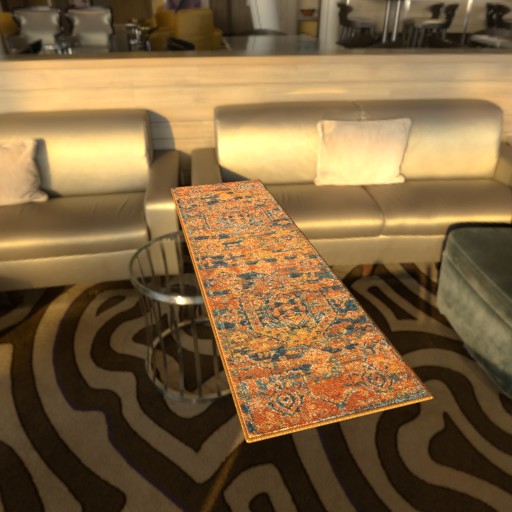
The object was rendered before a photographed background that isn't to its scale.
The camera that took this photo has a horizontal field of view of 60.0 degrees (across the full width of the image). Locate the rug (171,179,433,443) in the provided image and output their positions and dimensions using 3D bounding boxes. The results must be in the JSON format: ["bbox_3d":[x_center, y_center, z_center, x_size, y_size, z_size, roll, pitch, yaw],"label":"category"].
[{"bbox_3d":[0.000,0.000,1.961,0.556,0.013,1.820,-8,31,-13],"label":"rug"}]
